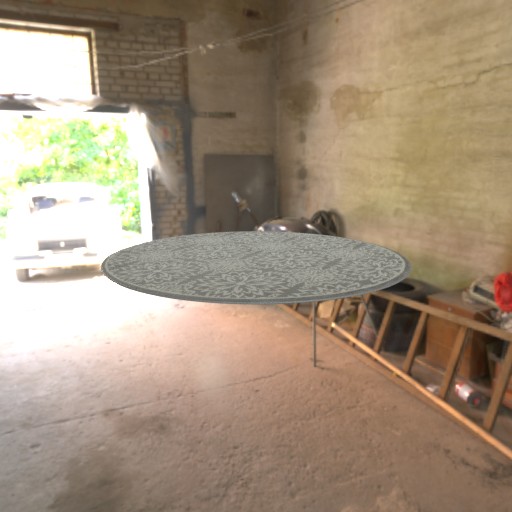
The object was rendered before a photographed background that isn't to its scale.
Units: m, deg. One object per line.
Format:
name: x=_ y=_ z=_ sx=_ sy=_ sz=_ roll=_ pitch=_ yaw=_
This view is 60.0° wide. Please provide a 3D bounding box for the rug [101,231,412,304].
rug: x=0.000 y=0.000 z=2.398 sx=1.593 sy=0.012 sz=1.593 roll=0 pitch=13 yaw=0
